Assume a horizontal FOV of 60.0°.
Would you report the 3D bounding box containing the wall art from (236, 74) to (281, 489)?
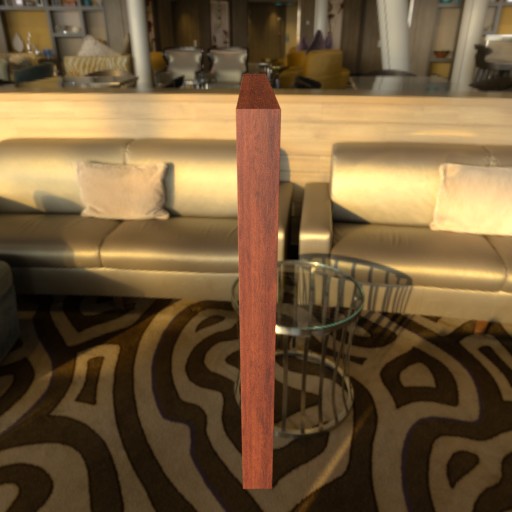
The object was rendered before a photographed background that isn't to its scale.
[{"bbox_3d":[0.000,0.000,0.529,0.030,0.381,0.330,0,26,-1],"label":"wall art"}]
